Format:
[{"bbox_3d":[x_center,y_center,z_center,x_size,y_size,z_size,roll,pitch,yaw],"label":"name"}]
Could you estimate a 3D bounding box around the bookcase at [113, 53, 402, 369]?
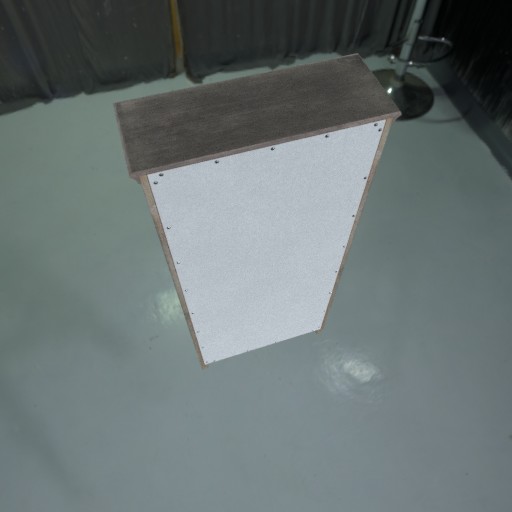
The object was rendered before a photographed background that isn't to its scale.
[{"bbox_3d":[0.000,0.000,2.268,0.906,1.880,0.348,-15,59,-9],"label":"bookcase"}]
